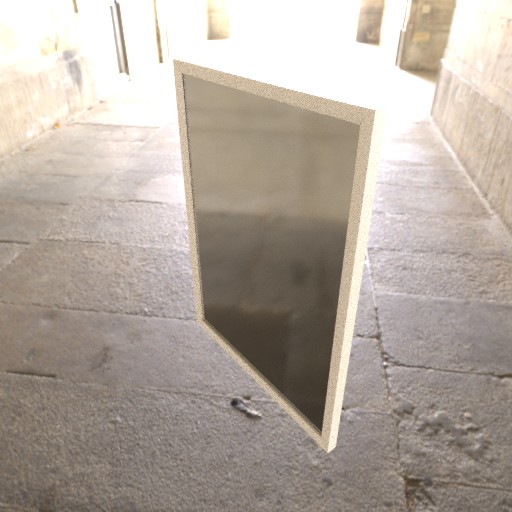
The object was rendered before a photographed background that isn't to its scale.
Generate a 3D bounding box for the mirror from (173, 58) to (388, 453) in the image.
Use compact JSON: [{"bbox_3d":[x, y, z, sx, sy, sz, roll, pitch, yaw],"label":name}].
[{"bbox_3d":[0.000,0.000,1.338,0.040,1.016,0.762,-22,38,-31],"label":"mirror"}]
